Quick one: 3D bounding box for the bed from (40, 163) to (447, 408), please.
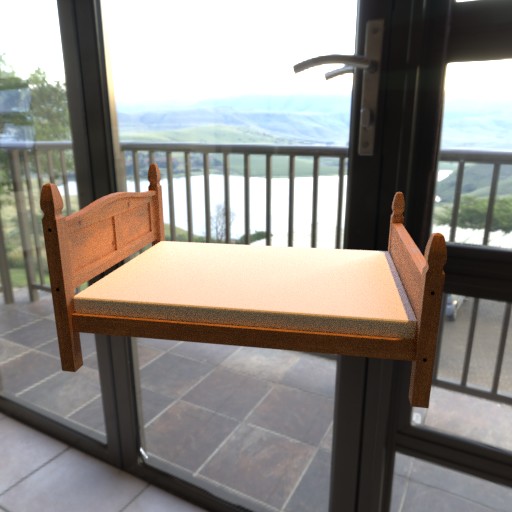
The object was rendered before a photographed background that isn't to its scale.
[{"bbox_3d":[0.000,0.000,2.997,2.069,1.100,1.490,3,16,10],"label":"bed"}]
